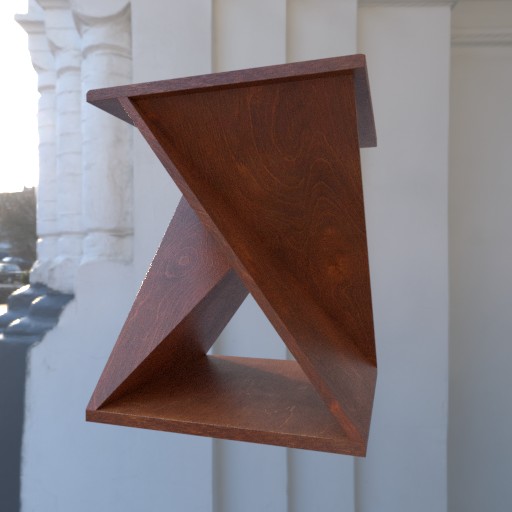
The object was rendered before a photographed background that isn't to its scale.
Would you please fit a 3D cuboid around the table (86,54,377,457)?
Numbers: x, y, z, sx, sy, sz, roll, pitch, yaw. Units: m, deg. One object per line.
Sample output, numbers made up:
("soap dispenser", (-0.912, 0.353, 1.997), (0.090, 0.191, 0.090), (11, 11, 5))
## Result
("table", (0.000, 0.000, 0.837), (0.427, 0.520, 0.427), (0, 0, 17))
